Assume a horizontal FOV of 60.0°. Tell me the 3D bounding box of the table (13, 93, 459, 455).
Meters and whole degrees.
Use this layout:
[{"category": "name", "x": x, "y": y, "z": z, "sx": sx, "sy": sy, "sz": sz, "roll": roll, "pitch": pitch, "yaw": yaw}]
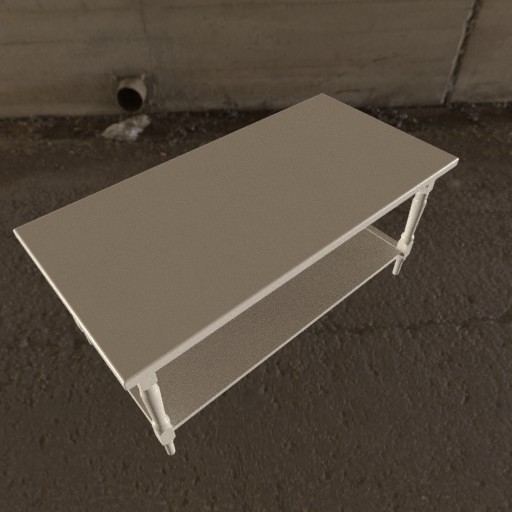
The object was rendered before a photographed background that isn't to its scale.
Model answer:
[{"category": "table", "x": 0.000, "y": 0.000, "z": 1.378, "sx": 1.107, "sy": 0.510, "sz": 0.550, "roll": -32, "pitch": 54, "yaw": -27}]
